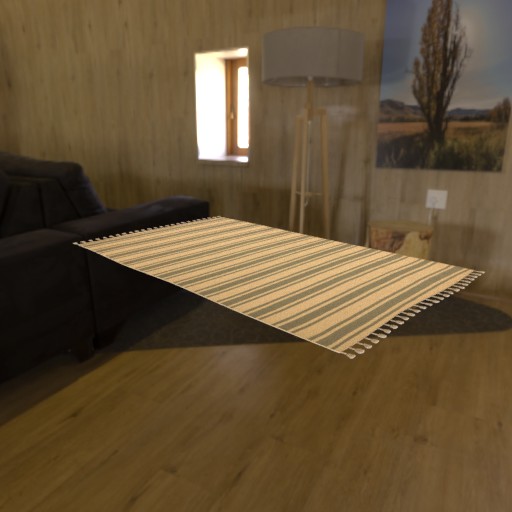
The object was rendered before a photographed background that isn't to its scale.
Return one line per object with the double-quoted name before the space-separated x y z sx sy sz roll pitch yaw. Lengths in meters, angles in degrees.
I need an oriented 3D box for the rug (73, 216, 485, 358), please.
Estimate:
"rug" 0.000 0.000 2.523 2.084 0.009 1.222 16 22 42
